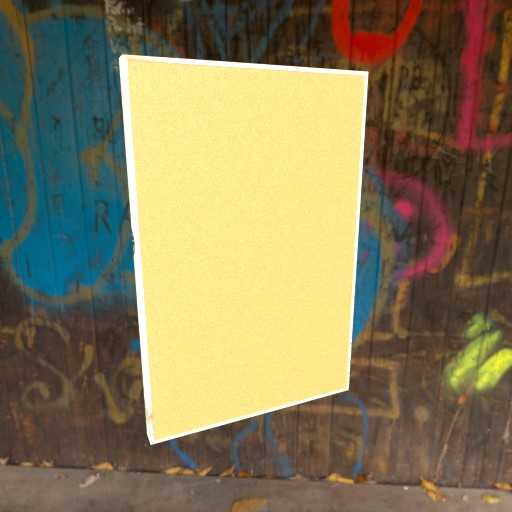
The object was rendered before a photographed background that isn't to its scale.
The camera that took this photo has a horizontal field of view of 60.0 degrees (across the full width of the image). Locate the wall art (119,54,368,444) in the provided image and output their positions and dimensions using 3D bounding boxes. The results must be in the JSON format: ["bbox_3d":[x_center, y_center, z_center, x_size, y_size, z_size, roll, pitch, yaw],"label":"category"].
[{"bbox_3d":[0.000,0.000,0.958,0.508,0.764,0.038,-7,17,-24],"label":"wall art"}]
